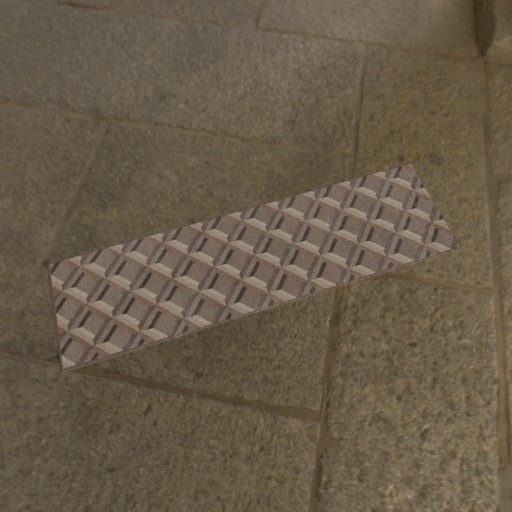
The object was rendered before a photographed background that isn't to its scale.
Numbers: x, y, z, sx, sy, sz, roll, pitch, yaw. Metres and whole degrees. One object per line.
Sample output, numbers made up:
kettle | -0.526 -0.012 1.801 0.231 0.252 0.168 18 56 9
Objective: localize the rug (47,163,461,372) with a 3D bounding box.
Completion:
rug | 0.000 0.000 2.700 2.437 0.013 0.685 -16 65 -8
